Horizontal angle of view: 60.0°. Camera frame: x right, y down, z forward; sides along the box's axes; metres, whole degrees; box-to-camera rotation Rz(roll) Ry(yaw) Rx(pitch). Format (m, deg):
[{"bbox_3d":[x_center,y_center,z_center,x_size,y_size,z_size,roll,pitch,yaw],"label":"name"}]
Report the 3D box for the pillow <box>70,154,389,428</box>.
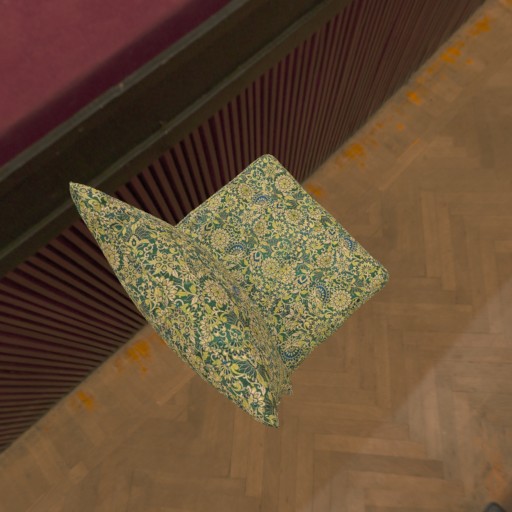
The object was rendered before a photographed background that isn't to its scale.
[{"bbox_3d":[0.000,0.000,1.406,0.740,0.722,0.798,-41,78,-11],"label":"pillow"}]
